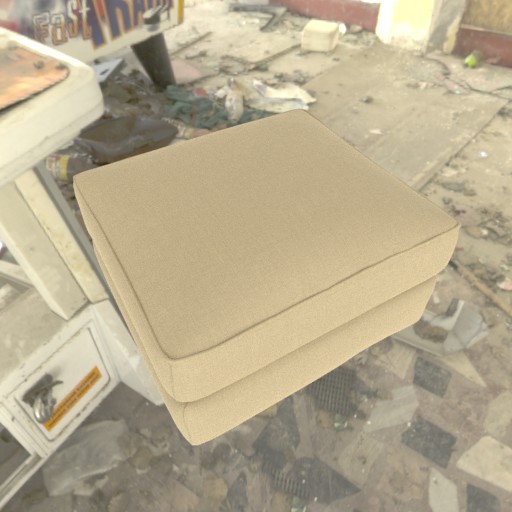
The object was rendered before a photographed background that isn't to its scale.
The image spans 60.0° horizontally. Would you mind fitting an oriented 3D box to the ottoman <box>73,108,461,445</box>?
[{"bbox_3d":[0.000,0.000,1.153,0.716,0.505,0.662,-23,50,-21],"label":"ottoman"}]
